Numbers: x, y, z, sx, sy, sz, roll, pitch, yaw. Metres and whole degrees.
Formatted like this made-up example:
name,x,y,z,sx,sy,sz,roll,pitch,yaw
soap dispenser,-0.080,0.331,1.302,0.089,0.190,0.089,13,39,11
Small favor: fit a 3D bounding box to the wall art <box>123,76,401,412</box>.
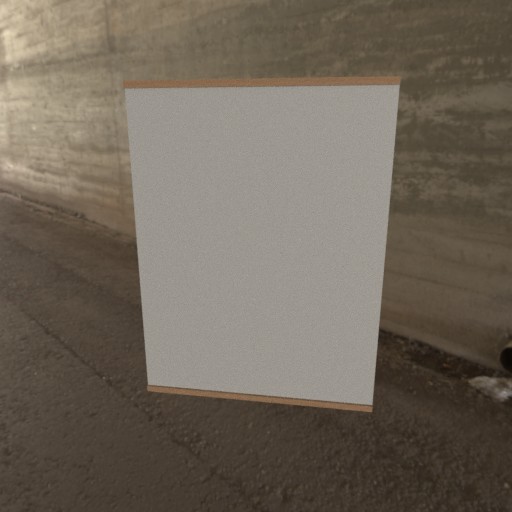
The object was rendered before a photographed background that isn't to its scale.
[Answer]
name,x,y,z,sx,sy,sz,roll,pitch,yaw
wall art,0.000,0.000,0.816,0.459,0.608,0.012,3,17,9
